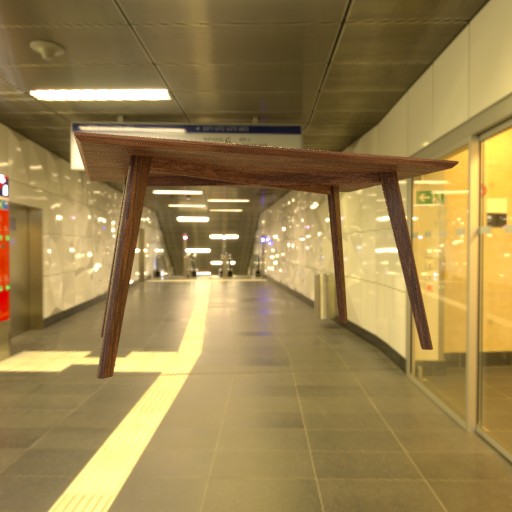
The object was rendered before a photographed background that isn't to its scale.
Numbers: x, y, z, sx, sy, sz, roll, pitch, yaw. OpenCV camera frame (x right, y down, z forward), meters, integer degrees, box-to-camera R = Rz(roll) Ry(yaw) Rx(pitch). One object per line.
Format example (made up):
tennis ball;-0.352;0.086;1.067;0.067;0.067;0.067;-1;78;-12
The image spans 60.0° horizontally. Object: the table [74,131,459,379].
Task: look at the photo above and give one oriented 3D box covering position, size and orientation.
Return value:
table;0.000;0.000;1.849;1.349;0.724;0.801;0;1;-18
